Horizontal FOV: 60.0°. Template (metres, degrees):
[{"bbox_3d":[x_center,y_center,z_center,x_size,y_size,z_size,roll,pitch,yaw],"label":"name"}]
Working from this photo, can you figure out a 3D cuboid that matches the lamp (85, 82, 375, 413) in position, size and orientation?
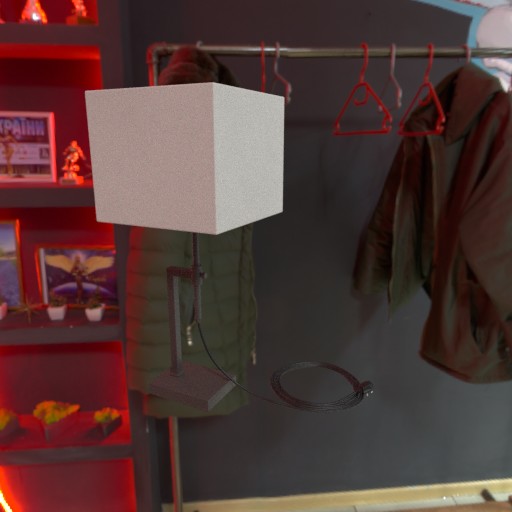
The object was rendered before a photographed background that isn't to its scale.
[{"bbox_3d":[0.000,0.000,0.959,0.504,0.660,0.399,7,16,26],"label":"lamp"}]
